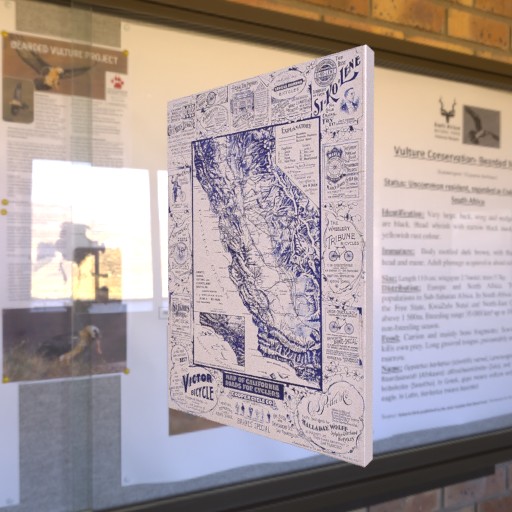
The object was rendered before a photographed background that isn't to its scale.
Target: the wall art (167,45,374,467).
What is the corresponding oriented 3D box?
[{"bbox_3d":[0.000,0.000,0.955,0.511,0.753,0.039,1,1,36],"label":"wall art"}]
